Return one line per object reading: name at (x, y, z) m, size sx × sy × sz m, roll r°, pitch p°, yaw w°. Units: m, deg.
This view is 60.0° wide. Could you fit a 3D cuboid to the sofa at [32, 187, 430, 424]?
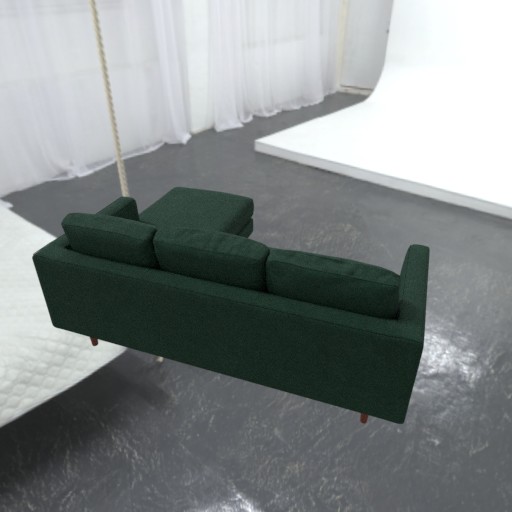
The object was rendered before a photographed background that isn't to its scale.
sofa at (0.000, 0.000, 2.842) m, size 2.030 × 0.899 × 1.580 m, roll 11°, pitch 33°, yaw 17°
